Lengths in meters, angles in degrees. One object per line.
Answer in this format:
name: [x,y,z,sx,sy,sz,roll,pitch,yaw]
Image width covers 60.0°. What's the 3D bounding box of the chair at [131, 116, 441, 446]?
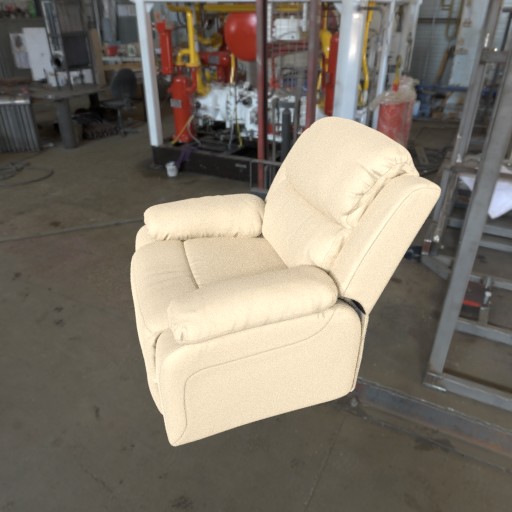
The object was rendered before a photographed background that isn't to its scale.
chair: [0.000,0.000,1.273,0.709,0.702,0.680,-9,31,-15]
